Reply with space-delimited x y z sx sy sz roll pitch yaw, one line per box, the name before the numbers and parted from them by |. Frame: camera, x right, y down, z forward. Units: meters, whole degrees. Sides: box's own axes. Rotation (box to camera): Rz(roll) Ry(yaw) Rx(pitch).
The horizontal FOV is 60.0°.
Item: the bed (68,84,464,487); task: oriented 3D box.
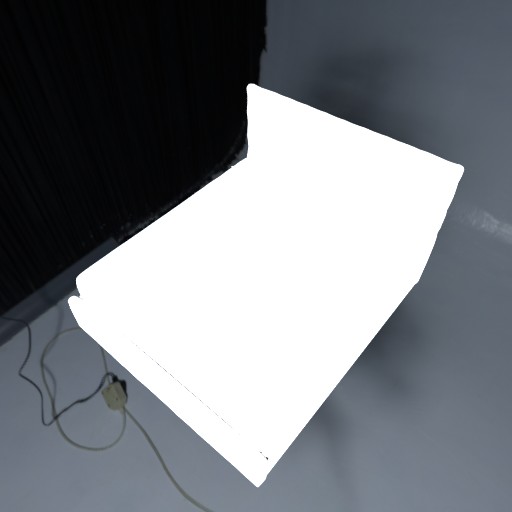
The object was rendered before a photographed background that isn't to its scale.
bed | 0.000 0.000 3.598 2.078 1.427 2.387 31 54 26
